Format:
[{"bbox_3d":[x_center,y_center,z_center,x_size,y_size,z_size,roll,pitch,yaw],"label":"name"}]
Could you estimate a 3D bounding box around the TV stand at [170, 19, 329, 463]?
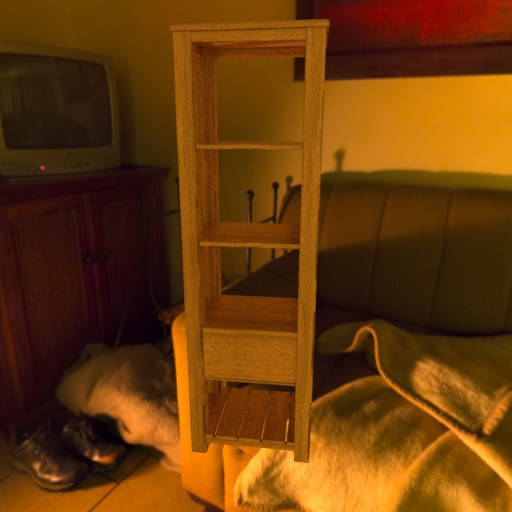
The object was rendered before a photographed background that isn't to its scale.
[{"bbox_3d":[0.000,0.000,2.006,0.565,1.828,0.435,2,16,7],"label":"TV stand"}]
